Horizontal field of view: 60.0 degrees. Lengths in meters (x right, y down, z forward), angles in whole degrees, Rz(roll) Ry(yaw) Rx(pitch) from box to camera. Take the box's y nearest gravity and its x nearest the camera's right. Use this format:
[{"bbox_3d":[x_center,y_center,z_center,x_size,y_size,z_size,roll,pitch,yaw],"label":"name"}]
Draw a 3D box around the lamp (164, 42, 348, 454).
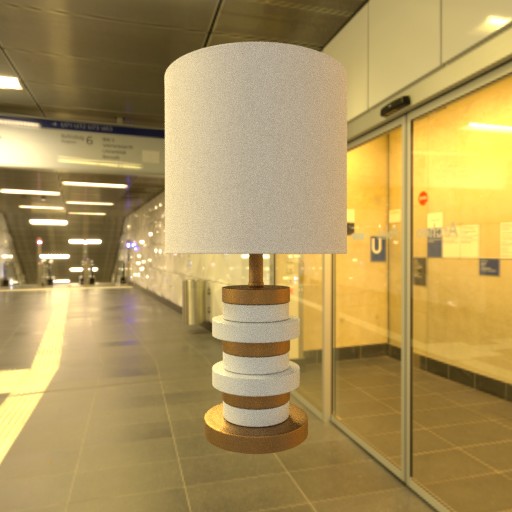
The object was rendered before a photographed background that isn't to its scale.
[{"bbox_3d":[0.000,0.000,0.519,0.210,0.410,0.210,0,0,-35],"label":"lamp"}]
